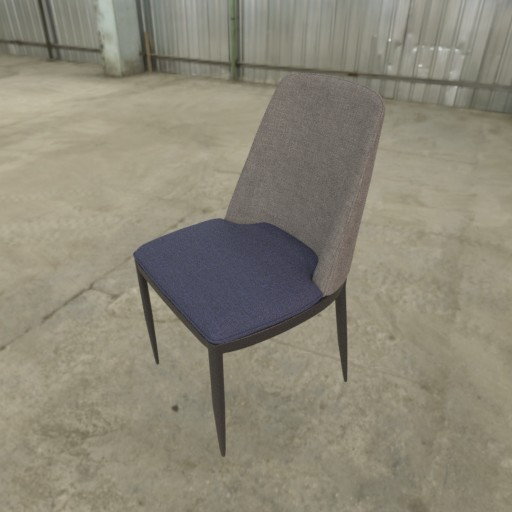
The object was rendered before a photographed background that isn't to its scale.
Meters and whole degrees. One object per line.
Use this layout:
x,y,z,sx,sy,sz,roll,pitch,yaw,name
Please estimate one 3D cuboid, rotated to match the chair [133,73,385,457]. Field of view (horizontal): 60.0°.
0.000,0.000,1.204,0.550,0.855,0.488,-21,39,-29,chair
